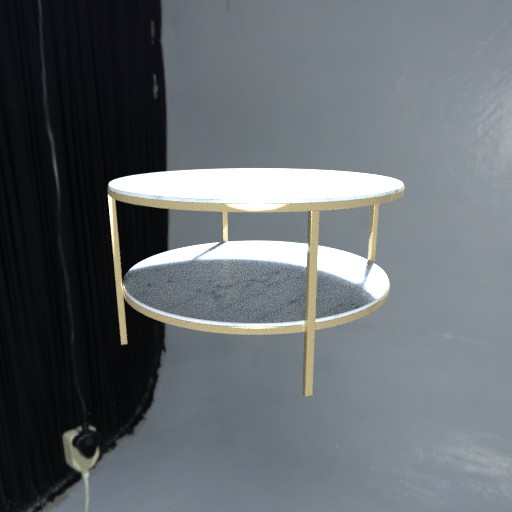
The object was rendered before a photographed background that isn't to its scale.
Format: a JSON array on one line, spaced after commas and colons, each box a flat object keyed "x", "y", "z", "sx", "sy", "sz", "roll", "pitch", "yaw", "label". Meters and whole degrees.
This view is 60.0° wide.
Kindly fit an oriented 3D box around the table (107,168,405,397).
[{"x": 0.000, "y": 0.000, "z": 1.312, "sx": 0.800, "sy": 0.450, "sz": 0.800, "roll": 0, "pitch": 16, "yaw": 0, "label": "table"}]
